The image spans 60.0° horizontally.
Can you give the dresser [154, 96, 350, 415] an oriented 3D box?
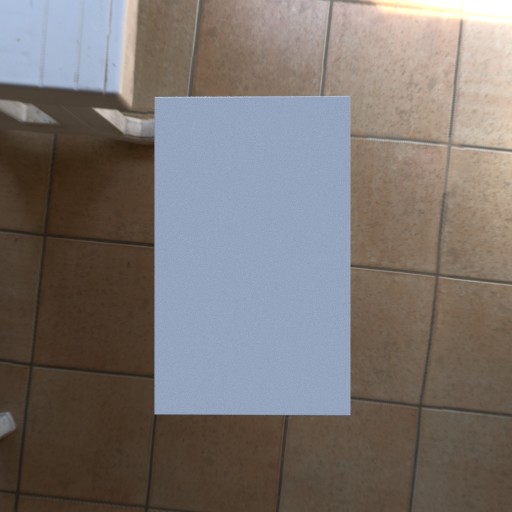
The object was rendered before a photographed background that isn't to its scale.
[{"bbox_3d":[0.000,0.000,1.499,0.400,1.190,0.650,0,90,1],"label":"dresser"}]
